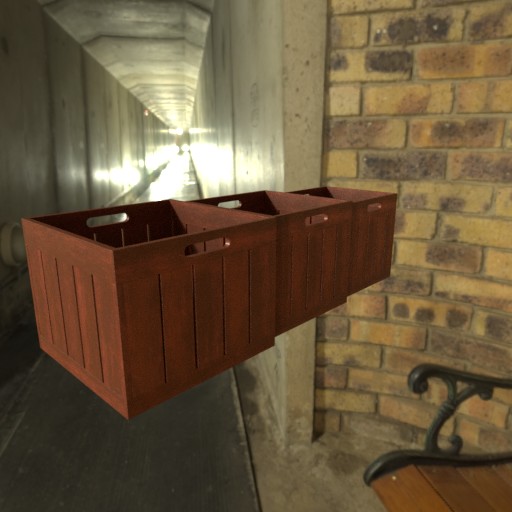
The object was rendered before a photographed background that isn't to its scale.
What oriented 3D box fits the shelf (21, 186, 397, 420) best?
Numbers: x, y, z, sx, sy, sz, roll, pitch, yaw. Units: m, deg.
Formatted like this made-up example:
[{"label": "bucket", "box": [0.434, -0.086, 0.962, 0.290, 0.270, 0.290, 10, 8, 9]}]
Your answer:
[{"label": "shelf", "box": [0.000, 0.000, 1.244, 0.393, 0.311, 1.064, 15, 21, 42]}]
